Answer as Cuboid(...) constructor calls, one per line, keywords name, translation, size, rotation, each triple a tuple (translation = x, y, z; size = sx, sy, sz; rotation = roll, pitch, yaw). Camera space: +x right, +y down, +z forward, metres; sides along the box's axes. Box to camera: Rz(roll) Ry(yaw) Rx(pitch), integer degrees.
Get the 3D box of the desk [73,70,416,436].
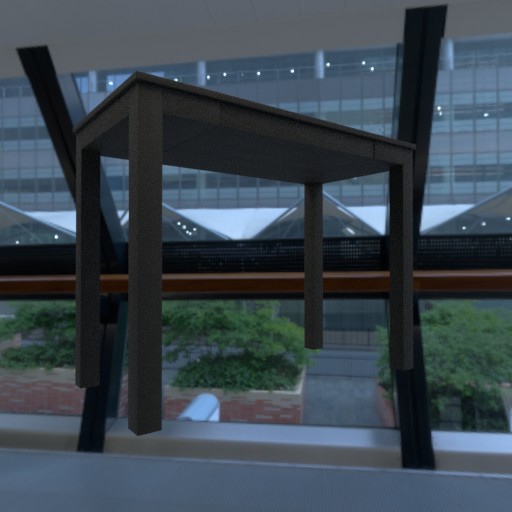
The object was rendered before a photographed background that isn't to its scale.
Cuboid(name="desk", translation=(0.000, 0.000, 1.413), size=(0.991, 0.762, 0.499), rotation=(0, -1, -37))
